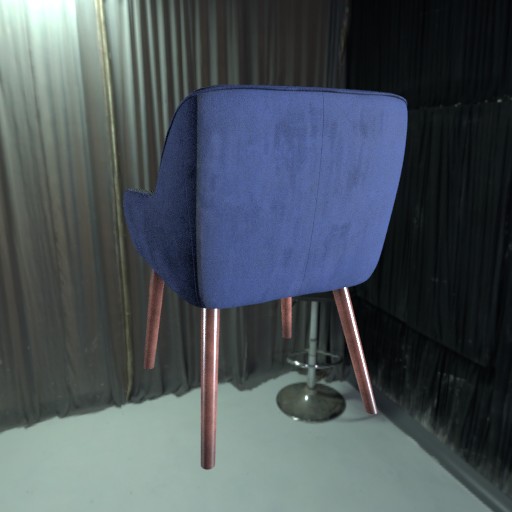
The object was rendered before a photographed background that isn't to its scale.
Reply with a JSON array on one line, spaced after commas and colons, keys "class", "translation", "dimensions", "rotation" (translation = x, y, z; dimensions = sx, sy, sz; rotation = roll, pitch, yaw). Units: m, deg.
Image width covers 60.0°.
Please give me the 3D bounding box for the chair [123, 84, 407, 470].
[{"class": "chair", "translation": [0.000, 0.000, 1.214], "dimensions": [0.600, 0.820, 0.600], "rotation": [-7, 17, -25]}]
